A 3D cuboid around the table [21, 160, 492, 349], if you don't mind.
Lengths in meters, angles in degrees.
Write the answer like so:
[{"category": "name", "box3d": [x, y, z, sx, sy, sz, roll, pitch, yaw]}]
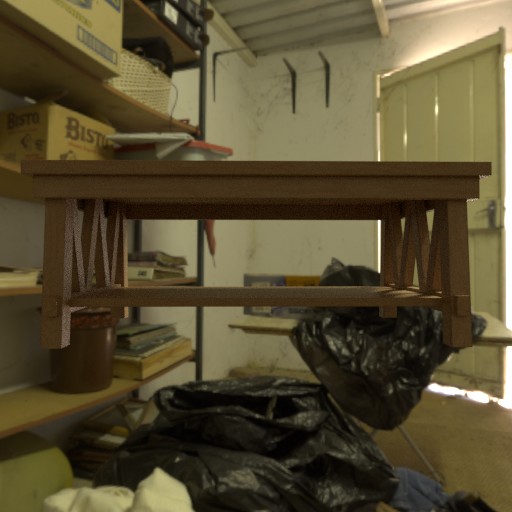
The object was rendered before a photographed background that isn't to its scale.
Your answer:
[{"category": "table", "box3d": [0.000, 0.000, 1.548, 1.270, 0.507, 0.711, 0, -1, -1]}]
